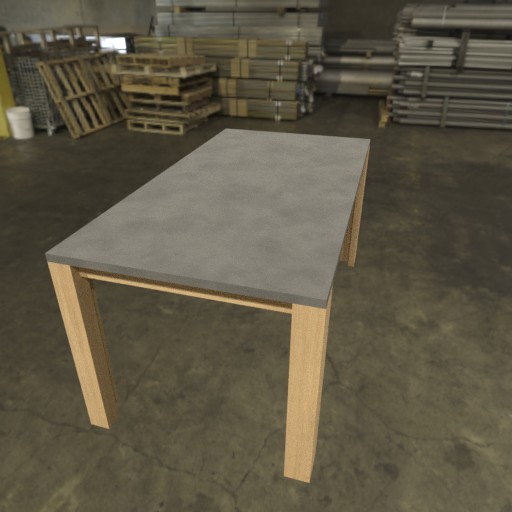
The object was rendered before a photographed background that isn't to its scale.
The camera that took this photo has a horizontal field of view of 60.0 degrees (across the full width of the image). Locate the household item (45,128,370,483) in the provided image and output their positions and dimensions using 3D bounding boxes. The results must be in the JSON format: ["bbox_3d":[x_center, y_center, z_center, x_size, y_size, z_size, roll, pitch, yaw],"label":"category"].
[{"bbox_3d":[0.000,0.000,2.082,0.850,0.755,1.600,8,31,14],"label":"household item"}]
